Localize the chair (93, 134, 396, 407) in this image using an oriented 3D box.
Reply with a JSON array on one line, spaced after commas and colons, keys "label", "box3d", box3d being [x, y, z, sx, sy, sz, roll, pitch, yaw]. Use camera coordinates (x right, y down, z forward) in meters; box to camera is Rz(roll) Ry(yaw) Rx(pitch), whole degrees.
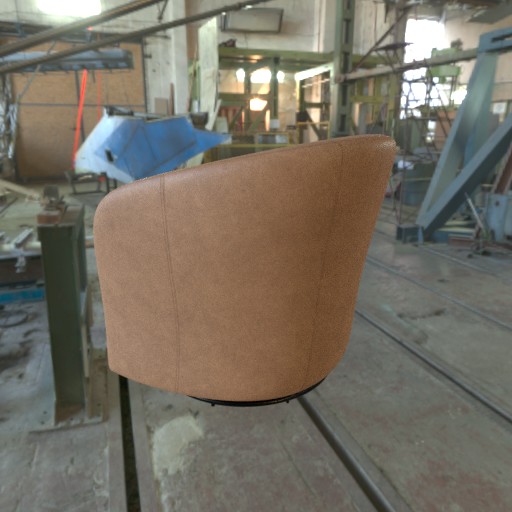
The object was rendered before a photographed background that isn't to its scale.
[{"label": "chair", "box3d": [0.000, 0.000, 1.450, 0.815, 0.771, 0.791, 8, 18, 25]}]
